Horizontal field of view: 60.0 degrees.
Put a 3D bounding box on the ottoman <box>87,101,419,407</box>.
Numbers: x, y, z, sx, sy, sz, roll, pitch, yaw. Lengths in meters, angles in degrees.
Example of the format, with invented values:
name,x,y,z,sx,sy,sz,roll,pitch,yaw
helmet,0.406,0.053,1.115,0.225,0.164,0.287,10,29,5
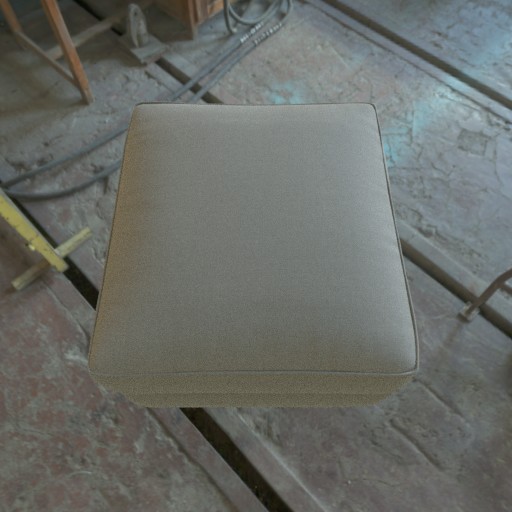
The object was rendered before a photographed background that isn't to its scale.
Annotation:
name,x,y,z,sx,sy,sz,roll,pitch,yaw
ottoman,0.000,0.000,1.133,0.662,0.505,0.716,0,62,0
